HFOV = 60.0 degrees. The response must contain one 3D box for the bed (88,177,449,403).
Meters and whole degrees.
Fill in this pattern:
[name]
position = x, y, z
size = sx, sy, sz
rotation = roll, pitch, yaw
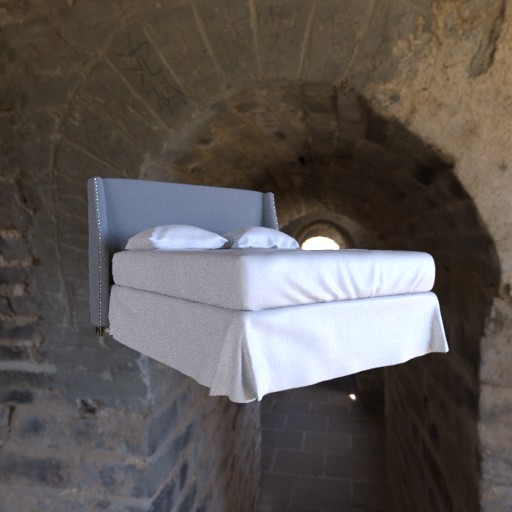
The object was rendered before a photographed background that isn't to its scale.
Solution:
[bed]
position = 0.000, 0.000, 3.414
size = 1.925, 1.332, 2.276
rotation = -1, 2, -36
